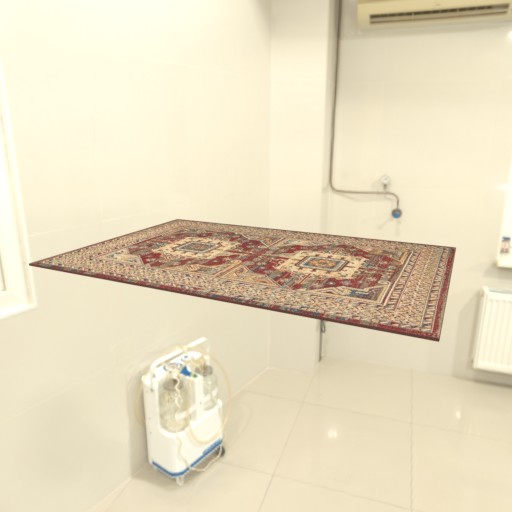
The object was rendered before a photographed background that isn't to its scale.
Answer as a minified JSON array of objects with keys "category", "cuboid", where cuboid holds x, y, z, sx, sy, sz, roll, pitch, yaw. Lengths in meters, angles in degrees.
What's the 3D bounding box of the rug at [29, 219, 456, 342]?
[{"category":"rug","cuboid":[0.000,0.000,5.666,4.578,0.033,3.033,8,18,25]}]
